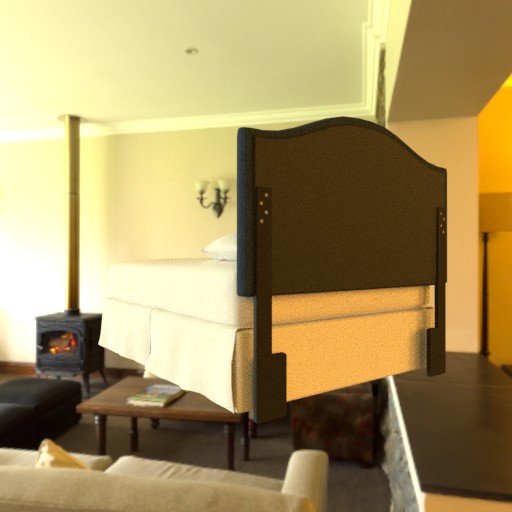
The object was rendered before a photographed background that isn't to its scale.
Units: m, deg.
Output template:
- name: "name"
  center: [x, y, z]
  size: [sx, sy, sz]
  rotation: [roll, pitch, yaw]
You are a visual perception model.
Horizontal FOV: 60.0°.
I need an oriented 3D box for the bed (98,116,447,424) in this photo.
- name: "bed"
  center: [0.000, 0.000, 3.313]
  size: [1.713, 1.518, 2.153]
  rotation: [0, 0, -36]
